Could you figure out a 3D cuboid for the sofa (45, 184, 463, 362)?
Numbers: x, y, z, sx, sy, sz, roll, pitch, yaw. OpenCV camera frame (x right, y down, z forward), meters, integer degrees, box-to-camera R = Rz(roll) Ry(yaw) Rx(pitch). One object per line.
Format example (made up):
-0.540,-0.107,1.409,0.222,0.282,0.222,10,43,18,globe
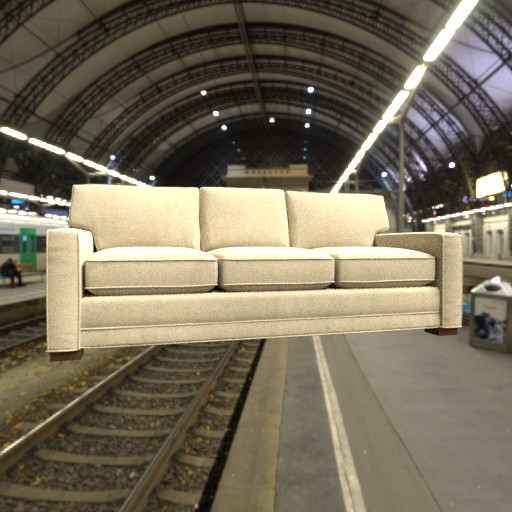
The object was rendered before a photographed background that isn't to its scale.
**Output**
0.000,0.000,2.561,2.093,0.862,0.936,0,1,-16,sofa
